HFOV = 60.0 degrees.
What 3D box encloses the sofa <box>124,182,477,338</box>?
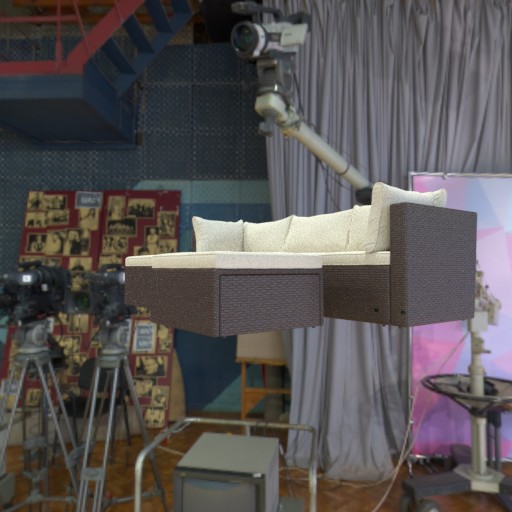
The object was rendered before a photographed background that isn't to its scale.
[{"bbox_3d":[0.000,0.000,2.986,1.612,0.766,2.192,1,-2,-37],"label":"sofa"}]
